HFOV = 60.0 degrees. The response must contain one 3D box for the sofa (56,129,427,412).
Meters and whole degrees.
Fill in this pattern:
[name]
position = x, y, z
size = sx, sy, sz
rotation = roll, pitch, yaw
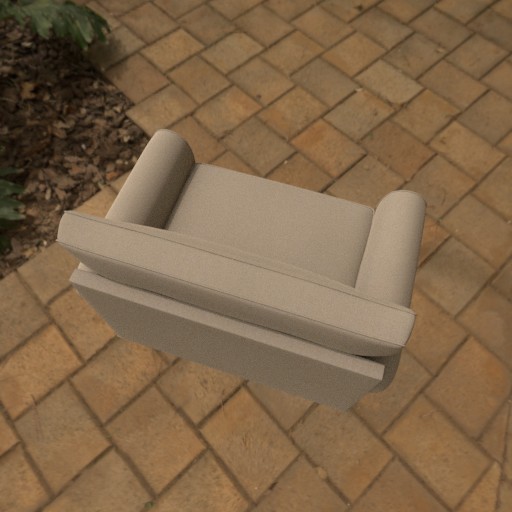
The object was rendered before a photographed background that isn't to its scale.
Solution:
[sofa]
position = 0.000, 0.000, 2.076
size = 1.405, 1.006, 0.937
rotation = 16, 64, 8
